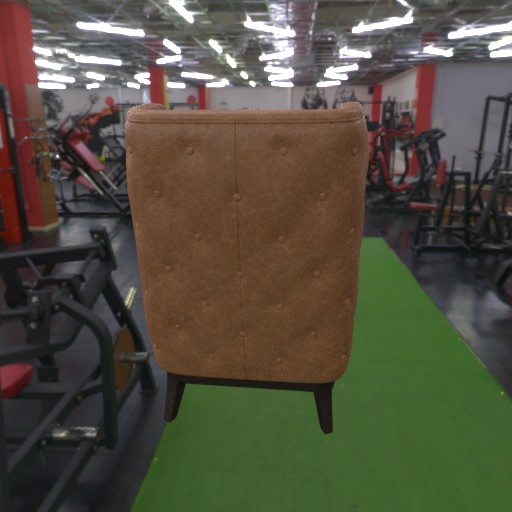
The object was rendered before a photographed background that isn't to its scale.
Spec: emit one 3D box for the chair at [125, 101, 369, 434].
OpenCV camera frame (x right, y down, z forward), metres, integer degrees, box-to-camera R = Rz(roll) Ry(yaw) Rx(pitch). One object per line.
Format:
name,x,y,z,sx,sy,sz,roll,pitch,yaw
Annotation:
chair,0.000,0.000,1.669,0.766,1.079,0.899,2,16,6
